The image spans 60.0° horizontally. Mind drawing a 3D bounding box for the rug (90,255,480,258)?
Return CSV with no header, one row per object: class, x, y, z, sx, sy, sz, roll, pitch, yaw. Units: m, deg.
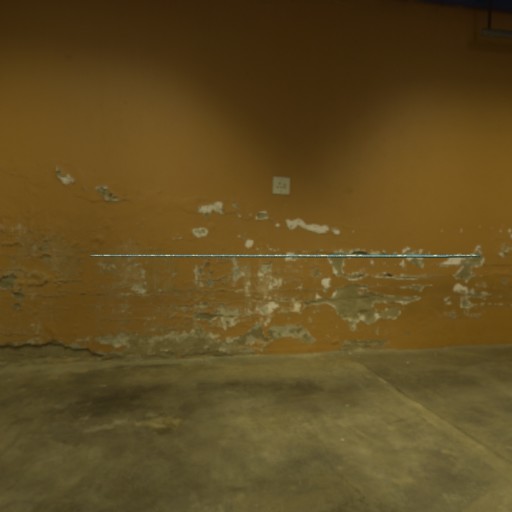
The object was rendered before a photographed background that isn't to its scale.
rug,0.000,0.000,2.514,2.196,0.011,0.662,0,0,36
